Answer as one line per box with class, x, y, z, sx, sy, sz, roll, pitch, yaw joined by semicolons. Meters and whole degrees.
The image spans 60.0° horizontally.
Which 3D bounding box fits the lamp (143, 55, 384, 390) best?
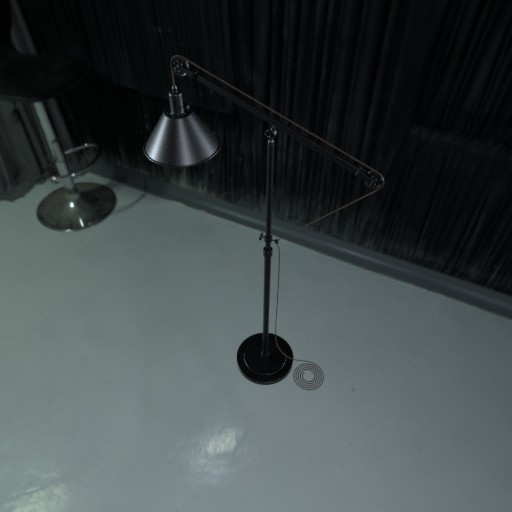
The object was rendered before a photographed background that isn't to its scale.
lamp;0.000;0.000;1.934;0.904;1.626;0.319;18;49;17
